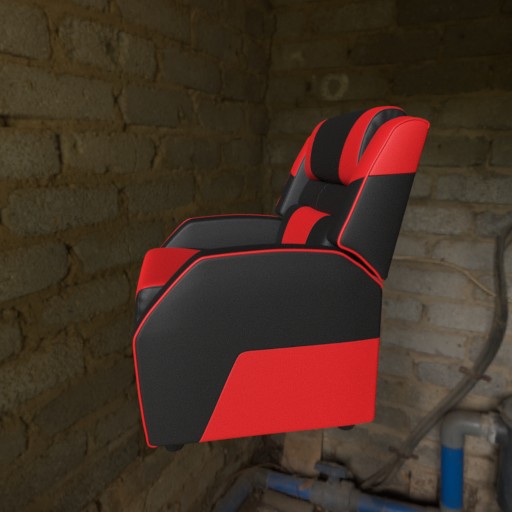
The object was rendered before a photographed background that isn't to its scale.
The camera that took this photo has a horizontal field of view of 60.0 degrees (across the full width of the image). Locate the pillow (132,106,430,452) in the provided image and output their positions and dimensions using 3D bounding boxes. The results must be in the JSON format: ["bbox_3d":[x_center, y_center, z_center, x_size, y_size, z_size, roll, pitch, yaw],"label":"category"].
[{"bbox_3d":[0.000,0.000,1.279,0.672,0.805,0.620,-2,13,-11],"label":"pillow"}]
